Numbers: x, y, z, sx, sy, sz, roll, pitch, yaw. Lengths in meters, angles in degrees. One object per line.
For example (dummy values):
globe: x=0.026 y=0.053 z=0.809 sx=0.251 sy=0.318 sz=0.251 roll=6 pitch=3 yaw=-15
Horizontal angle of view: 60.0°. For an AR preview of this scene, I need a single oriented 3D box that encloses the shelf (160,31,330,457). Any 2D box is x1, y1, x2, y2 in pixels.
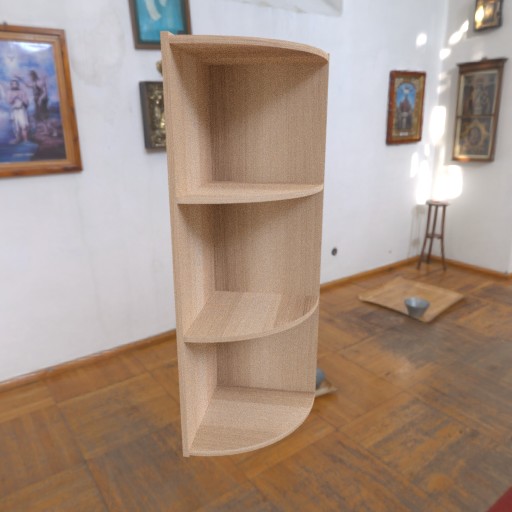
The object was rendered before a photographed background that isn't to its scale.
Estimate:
shelf: x=0.000 y=0.000 z=0.998 sx=0.290 sy=0.872 sz=0.290 roll=2 pitch=16 yaw=8
